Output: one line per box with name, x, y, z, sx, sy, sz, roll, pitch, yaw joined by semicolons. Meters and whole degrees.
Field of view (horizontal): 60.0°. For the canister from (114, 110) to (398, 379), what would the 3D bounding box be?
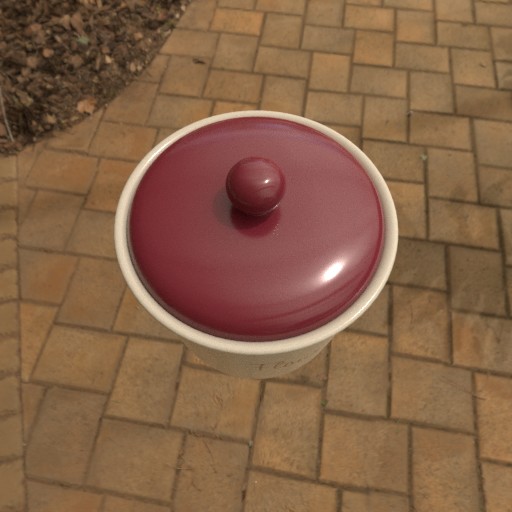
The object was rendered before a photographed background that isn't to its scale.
canister;0.000;0.000;0.338;0.182;0.208;0.182;0;63;0
